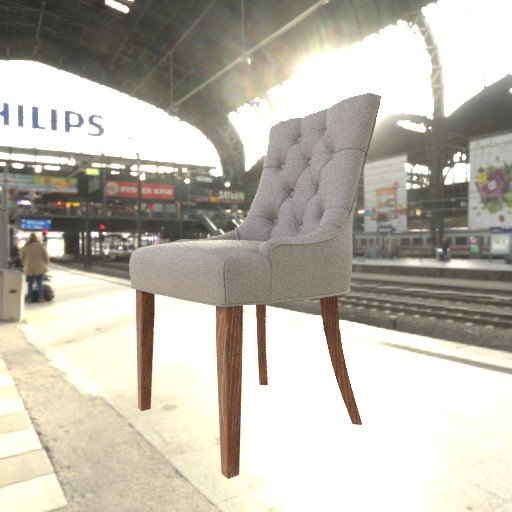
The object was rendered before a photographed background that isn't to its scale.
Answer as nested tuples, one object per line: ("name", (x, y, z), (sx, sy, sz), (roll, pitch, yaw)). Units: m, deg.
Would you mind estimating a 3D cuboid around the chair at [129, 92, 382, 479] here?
("chair", (0.000, 0.000, 1.205), (0.565, 0.874, 0.509), (-1, 2, -36))
